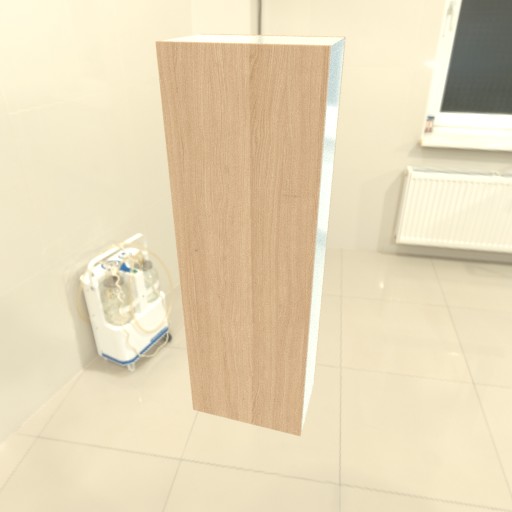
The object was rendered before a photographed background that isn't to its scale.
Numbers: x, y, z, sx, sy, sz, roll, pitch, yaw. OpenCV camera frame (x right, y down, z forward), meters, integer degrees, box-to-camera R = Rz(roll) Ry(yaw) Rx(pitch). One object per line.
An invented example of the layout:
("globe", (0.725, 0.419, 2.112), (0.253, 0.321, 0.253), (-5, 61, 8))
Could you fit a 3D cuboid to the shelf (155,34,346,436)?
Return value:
("shelf", (0.000, 0.000, 1.000), (0.290, 0.882, 0.197), (9, 31, 14))
